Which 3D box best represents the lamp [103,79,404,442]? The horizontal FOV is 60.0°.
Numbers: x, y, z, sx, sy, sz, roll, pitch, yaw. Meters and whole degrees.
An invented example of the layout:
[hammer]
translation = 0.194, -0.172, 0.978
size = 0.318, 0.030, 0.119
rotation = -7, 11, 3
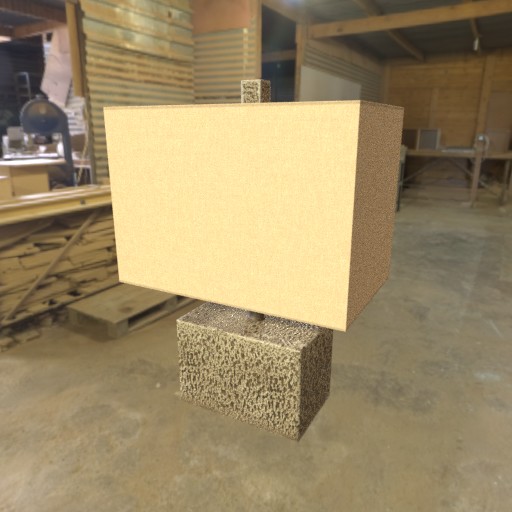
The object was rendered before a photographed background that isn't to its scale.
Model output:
[lamp]
translation = 0.000, 0.000, 0.557
size = 0.294, 0.411, 0.180
rotation = 9, 19, 27
